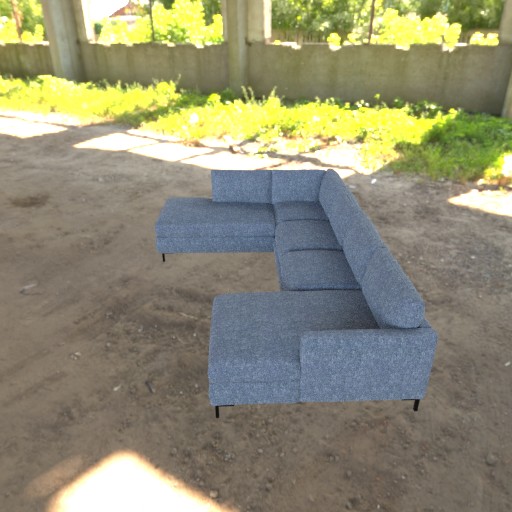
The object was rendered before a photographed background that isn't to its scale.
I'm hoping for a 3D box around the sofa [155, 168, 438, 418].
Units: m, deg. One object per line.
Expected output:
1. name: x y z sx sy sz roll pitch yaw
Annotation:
1. sofa: 0.000 0.000 3.610 1.879 0.756 2.737 -1 27 -2
